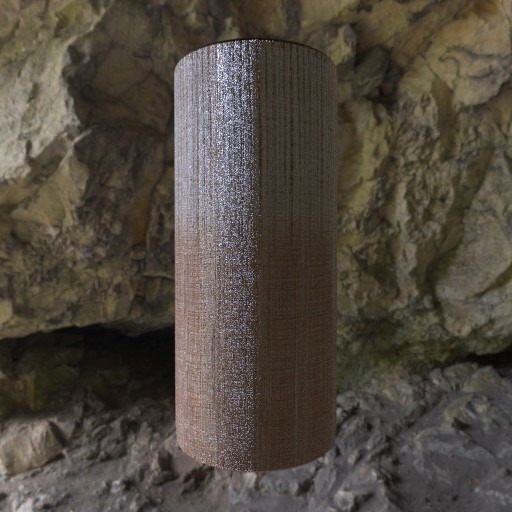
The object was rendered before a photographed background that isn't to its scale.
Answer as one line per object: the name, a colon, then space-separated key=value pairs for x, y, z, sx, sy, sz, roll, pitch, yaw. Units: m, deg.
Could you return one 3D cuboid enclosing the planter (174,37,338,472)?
planter: x=0.000 y=0.000 z=0.278 sx=0.100 sy=0.227 sz=0.100 roll=0 pitch=1 yaw=-21
